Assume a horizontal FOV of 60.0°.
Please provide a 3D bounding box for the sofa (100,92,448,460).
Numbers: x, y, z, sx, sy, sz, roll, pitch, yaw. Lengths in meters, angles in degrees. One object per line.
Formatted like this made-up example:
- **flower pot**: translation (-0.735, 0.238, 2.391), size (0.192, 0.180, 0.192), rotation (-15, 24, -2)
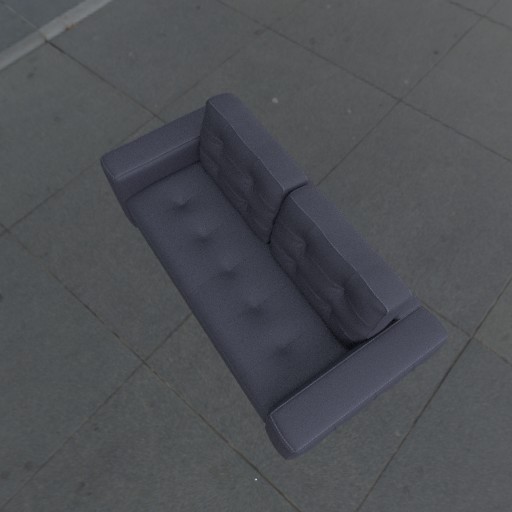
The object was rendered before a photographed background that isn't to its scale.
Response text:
- **sofa**: translation (0.000, 0.000, 2.219), size (0.833, 0.893, 1.726), rotation (-31, 67, -15)
